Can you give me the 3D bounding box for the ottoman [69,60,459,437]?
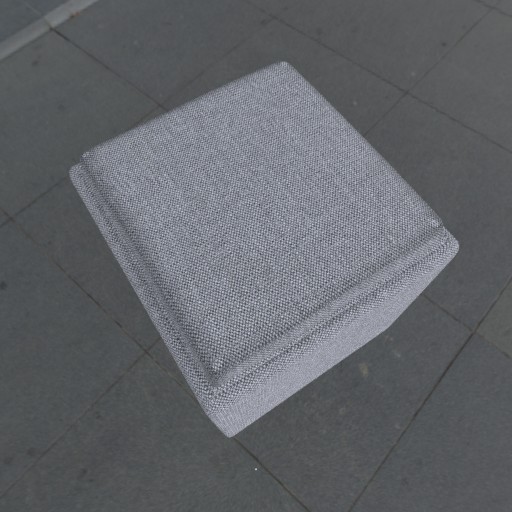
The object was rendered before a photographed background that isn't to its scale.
[{"bbox_3d":[0.000,0.000,0.836,0.436,0.487,0.454,-31,68,-14],"label":"ottoman"}]
